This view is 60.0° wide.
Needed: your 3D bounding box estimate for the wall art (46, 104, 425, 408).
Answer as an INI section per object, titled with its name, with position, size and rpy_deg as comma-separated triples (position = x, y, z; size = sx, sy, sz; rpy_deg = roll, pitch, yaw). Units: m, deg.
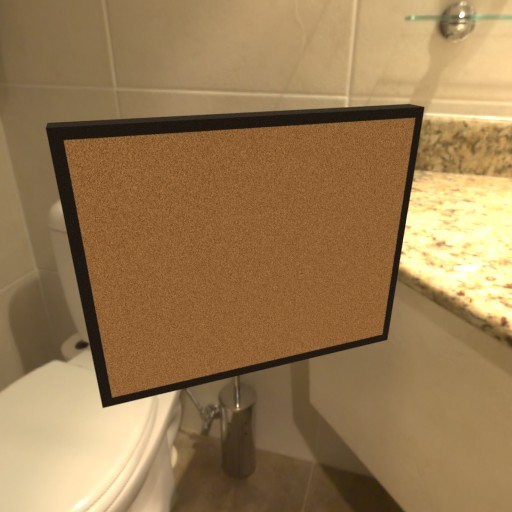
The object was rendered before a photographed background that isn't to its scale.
[wall art]
position = 0.000, 0.000, 0.527
size = 0.397, 0.325, 0.028
rpy_deg = -9, 27, -18
